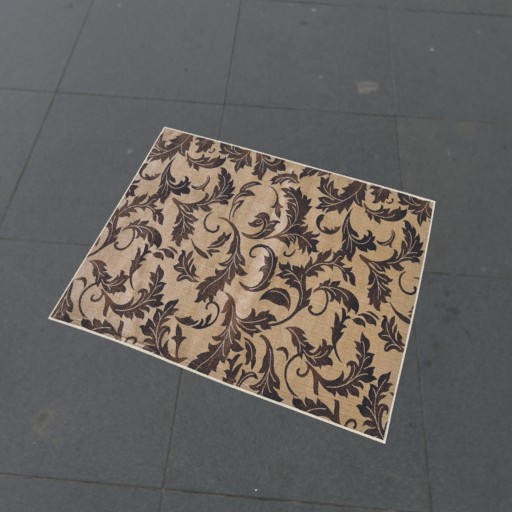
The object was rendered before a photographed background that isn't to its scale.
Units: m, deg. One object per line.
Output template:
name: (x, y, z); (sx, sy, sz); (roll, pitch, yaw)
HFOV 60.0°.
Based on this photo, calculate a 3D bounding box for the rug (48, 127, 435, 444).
rug: (0.000, 0.000, 4.123); (2.977, 0.008, 2.380); (18, 64, 9)
